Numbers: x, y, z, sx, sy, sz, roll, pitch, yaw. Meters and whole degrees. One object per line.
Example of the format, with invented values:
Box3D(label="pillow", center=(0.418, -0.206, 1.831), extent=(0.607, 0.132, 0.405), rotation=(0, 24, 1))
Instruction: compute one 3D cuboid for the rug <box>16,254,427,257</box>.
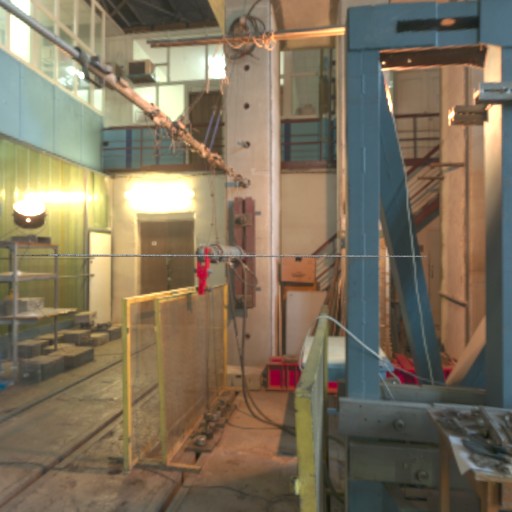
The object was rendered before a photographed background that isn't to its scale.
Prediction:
Box3D(label="rug", center=(0.000, 0.000, 2.639), extent=(2.443, 0.009, 0.706), rotation=(0, 0, -37))
